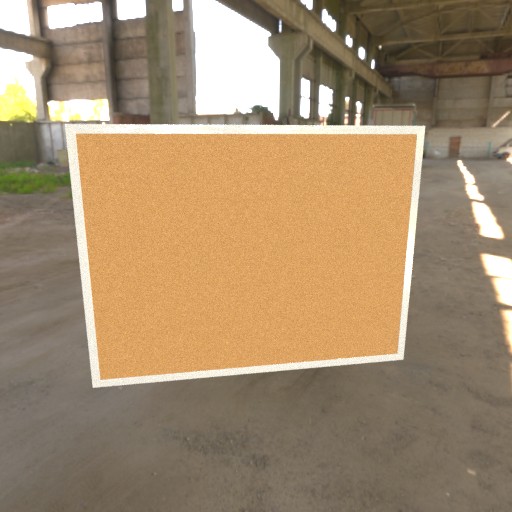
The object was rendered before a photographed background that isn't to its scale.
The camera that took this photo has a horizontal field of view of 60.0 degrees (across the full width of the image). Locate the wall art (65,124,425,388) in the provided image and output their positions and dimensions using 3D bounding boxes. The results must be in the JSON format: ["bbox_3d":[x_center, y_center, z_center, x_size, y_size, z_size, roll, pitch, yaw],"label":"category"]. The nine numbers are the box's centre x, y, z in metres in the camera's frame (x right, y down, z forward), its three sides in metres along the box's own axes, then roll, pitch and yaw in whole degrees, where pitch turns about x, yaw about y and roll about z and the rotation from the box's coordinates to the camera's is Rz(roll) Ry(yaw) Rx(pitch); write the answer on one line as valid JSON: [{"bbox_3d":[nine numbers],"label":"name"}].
[{"bbox_3d":[0.000,0.000,1.391,1.041,0.787,0.053,-3,15,-10],"label":"wall art"}]
